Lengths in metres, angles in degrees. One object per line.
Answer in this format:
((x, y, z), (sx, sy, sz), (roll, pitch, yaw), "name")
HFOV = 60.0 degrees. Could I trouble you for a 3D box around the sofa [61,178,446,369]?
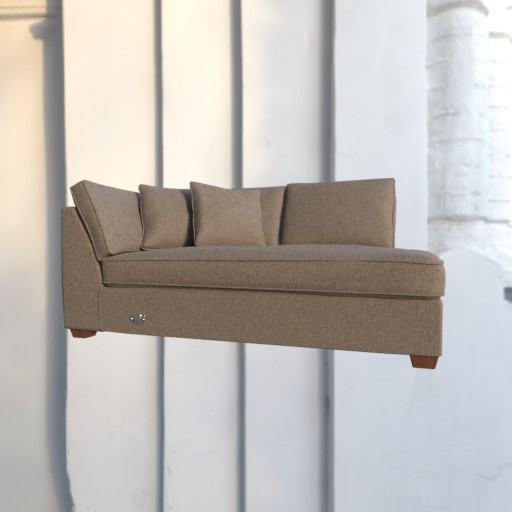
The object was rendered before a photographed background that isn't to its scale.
((0.000, 0.000, 2.885), (2.237, 1.033, 1.110), (0, 1, 19), "sofa")
